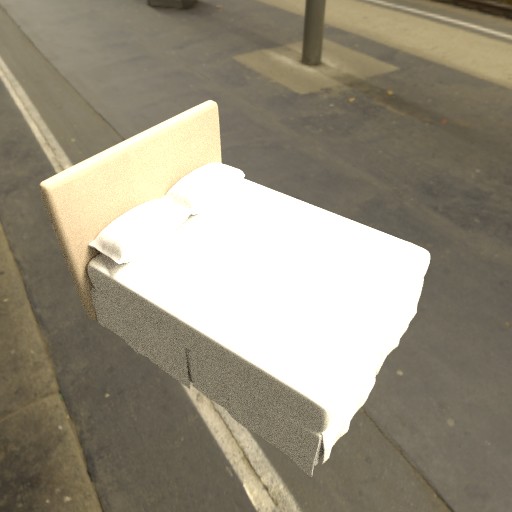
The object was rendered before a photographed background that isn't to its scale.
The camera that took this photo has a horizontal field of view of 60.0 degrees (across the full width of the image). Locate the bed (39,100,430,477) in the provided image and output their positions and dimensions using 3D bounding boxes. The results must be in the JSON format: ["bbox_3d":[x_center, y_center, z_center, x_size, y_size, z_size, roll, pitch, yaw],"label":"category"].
[{"bbox_3d":[0.000,0.000,3.204,2.142,1.330,1.723,25,47,26],"label":"bed"}]
